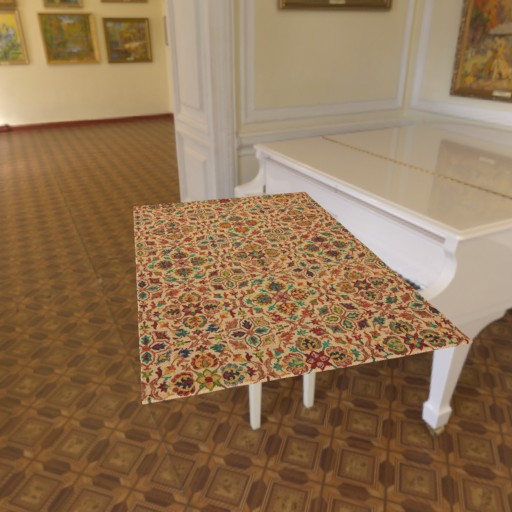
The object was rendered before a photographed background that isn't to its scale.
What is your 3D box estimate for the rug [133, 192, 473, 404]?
[{"bbox_3d":[0.000,0.000,2.928,1.541,0.018,2.297,-7,28,-13],"label":"rug"}]
